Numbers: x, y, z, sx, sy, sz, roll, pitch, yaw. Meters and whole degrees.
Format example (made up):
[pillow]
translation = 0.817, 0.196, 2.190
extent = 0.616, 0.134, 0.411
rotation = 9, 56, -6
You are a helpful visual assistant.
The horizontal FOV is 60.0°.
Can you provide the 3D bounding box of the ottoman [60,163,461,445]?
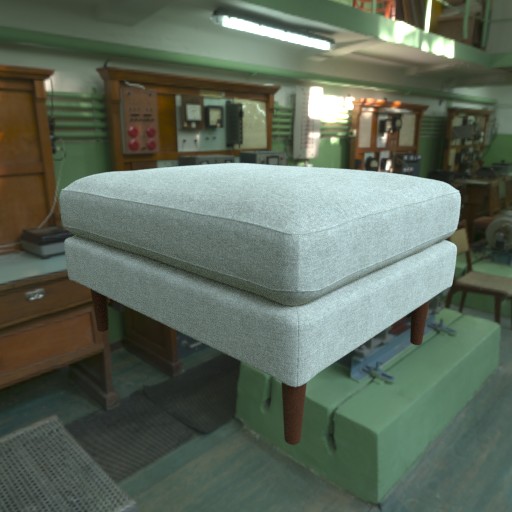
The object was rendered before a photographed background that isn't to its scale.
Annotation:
[ottoman]
translation = 0.000, 0.000, 1.194
extent = 0.821, 0.474, 0.693
rotation = 14, 21, 41
